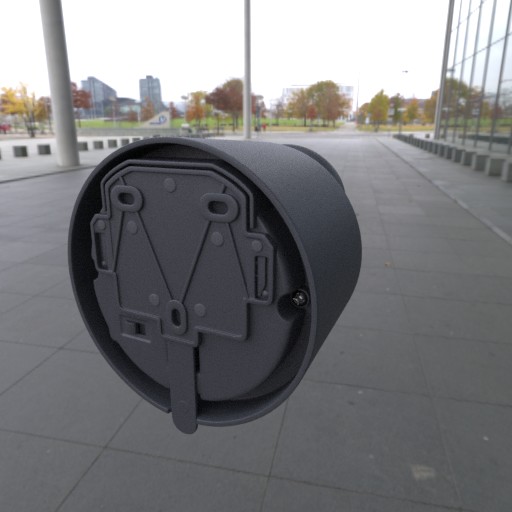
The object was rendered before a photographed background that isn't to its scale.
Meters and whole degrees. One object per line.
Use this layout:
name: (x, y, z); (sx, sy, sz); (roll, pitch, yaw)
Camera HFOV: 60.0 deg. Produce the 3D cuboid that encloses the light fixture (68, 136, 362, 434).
light fixture: (0.000, 0.000, 0.267); (0.134, 0.143, 0.160); (8, 19, 26)
